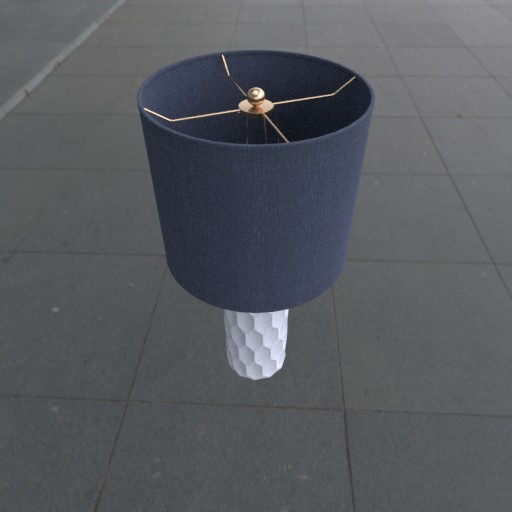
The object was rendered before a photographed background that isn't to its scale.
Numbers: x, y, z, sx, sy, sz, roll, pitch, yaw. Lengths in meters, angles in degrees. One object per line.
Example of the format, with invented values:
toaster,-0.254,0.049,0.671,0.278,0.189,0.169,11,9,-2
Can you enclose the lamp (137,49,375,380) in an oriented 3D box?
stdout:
lamp,0.000,0.000,0.704,0.277,0.537,0.277,12,44,13
